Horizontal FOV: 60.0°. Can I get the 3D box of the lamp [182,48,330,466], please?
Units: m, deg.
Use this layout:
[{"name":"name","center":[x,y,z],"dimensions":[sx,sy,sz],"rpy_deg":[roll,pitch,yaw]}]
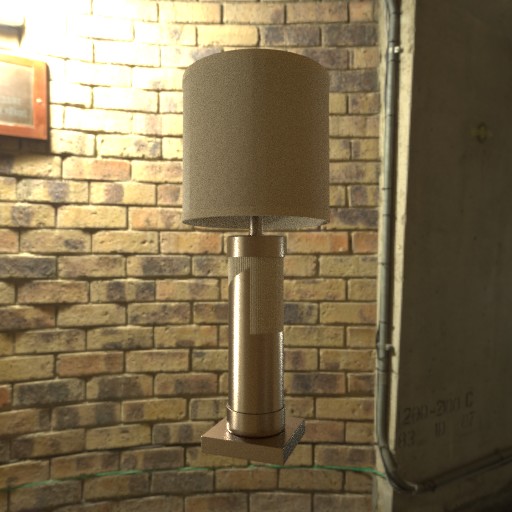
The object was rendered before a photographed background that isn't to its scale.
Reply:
[{"name":"lamp","center":[0.000,0.000,0.610],"dimensions":[0.202,0.509,0.202],"rpy_deg":[0,-1,20]}]
